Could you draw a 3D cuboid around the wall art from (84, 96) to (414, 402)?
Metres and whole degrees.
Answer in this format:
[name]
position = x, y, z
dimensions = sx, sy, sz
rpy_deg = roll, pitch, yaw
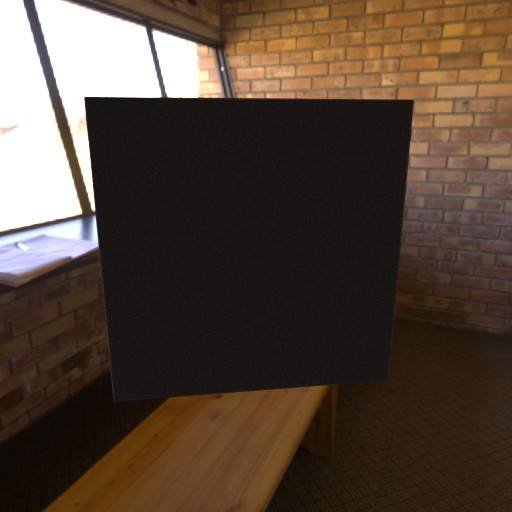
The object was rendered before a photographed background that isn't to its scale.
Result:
[wall art]
position = 0.000, 0.000, 0.452
dimensions = 0.304, 0.303, 0.015
rpy_deg = -2, 16, -8
